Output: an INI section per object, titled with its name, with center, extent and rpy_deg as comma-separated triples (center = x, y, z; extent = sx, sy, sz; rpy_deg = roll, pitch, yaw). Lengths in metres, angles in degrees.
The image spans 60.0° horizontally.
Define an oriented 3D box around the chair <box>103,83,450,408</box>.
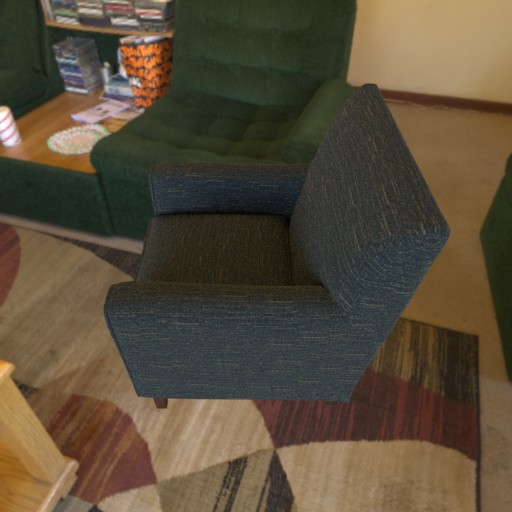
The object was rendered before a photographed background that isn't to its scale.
[chair]
center = 0.000, 0.000, 1.597
extent = 0.873, 0.928, 0.864
rpy_deg = 0, 42, 0
